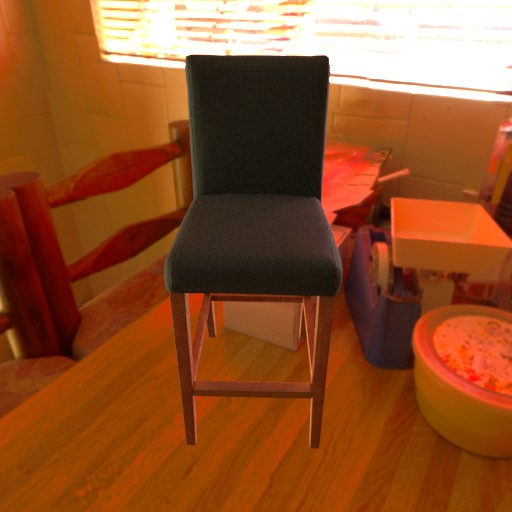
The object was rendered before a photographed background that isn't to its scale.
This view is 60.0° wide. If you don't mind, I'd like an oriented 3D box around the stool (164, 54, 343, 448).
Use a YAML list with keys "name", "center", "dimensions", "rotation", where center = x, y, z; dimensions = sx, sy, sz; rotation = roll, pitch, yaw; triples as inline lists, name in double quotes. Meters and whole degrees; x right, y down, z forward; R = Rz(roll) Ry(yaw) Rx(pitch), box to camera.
- name: "stool"
  center: [0.000, 0.000, 1.369]
  dimensions: [0.454, 1.088, 0.574]
  rotation: [1, 30, 2]
